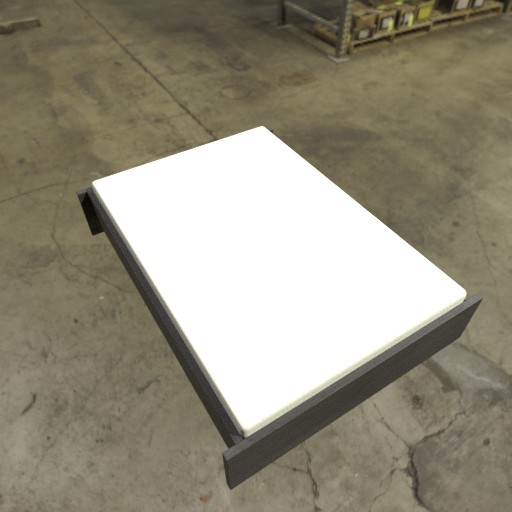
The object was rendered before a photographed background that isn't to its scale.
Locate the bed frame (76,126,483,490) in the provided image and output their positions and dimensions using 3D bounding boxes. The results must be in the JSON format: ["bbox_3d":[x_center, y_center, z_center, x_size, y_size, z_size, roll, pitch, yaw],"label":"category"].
[{"bbox_3d":[0.000,0.000,2.639,1.490,0.432,1.950,-24,51,-22],"label":"bed frame"}]
